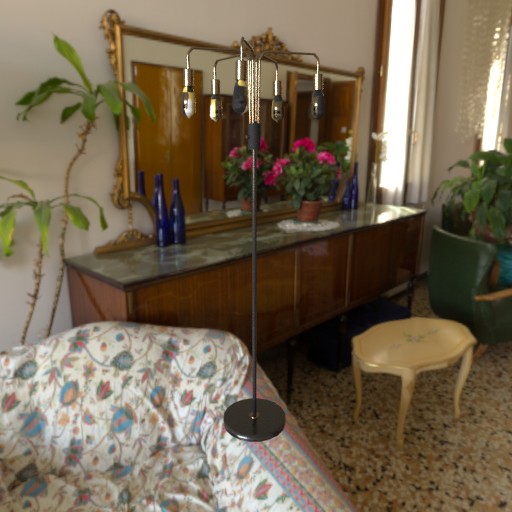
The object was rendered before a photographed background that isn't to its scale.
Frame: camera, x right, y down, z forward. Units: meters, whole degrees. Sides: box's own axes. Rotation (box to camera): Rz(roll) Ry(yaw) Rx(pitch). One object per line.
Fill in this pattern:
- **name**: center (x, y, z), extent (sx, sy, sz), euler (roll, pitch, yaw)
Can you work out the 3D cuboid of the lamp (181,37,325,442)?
- **lamp**: center (0.000, 0.000, 2.005), extent (0.572, 1.721, 0.599), euler (2, 14, 8)
